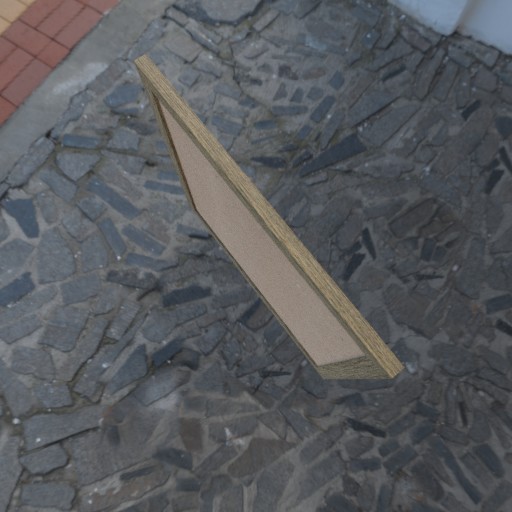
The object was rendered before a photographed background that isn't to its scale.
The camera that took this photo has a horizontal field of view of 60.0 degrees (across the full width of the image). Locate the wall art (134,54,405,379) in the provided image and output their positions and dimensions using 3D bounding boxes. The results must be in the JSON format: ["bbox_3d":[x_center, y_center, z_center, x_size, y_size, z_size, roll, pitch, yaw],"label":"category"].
[{"bbox_3d":[0.000,0.000,0.777,0.019,0.508,0.508,-36,78,-9],"label":"wall art"}]
